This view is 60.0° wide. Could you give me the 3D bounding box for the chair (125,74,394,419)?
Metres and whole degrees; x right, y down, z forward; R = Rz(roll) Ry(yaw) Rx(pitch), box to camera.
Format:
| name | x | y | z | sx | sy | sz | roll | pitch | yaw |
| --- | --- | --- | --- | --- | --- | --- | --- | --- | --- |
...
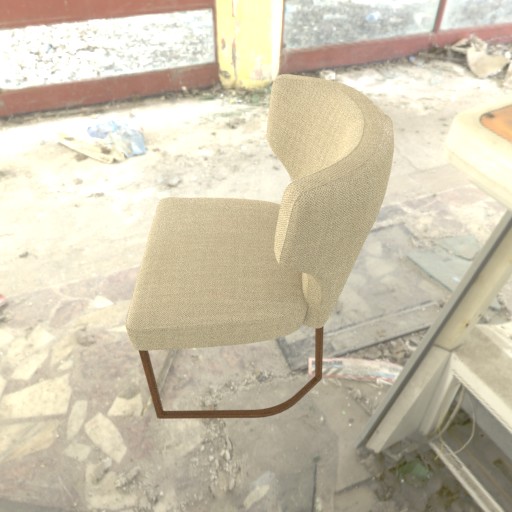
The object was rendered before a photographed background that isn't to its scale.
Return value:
| name | x | y | z | sx | sy | sz | roll | pitch | yaw |
| --- | --- | --- | --- | --- | --- | --- | --- | --- | --- |
| chair | 0.000 | 0.000 | 1.237 | 0.617 | 0.824 | 0.611 | 0 | 41 | -1 |
